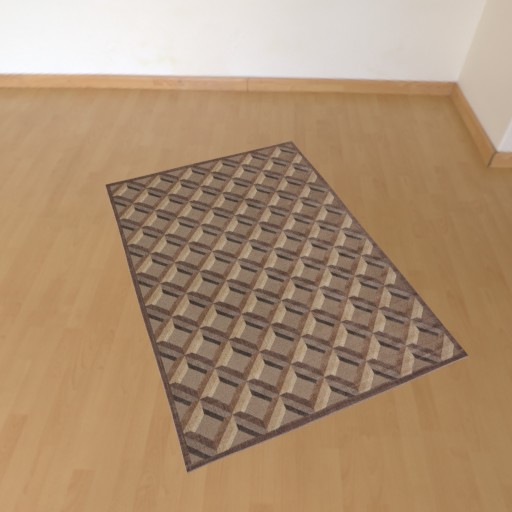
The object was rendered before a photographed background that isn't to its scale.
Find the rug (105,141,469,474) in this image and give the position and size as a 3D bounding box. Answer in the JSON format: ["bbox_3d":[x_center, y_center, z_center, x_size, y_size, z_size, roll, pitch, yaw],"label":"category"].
[{"bbox_3d":[0.000,0.000,2.922,1.600,0.013,2.260,-17,50,-15],"label":"rug"}]
